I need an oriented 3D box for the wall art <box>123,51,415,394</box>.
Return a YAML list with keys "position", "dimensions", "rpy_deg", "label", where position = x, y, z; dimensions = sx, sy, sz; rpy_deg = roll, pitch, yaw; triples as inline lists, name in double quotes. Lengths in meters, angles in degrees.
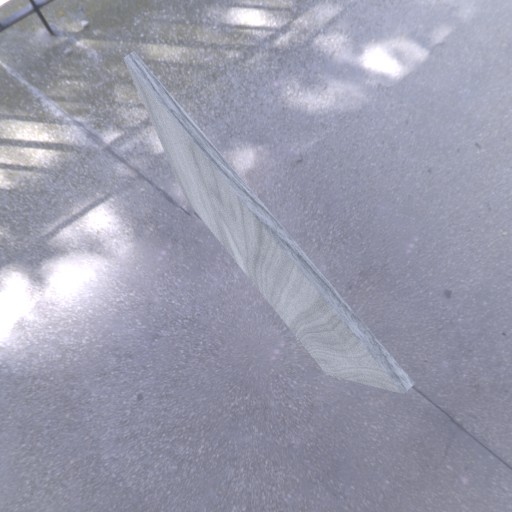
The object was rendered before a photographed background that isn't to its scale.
- position: [0.000, 0.000, 0.749]
  dimensions: [0.016, 0.507, 0.508]
  rpy_deg: [-38, 80, -8]
  label: "wall art"
